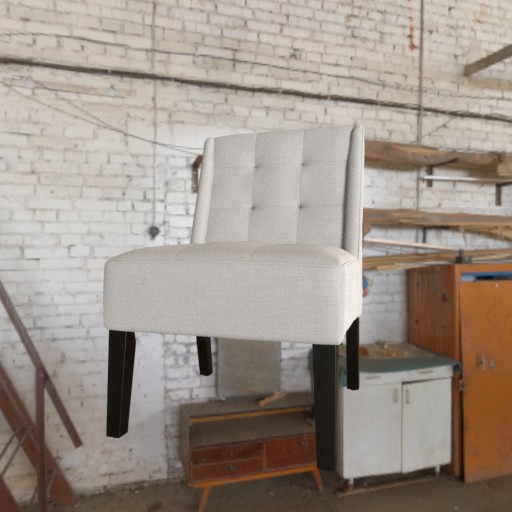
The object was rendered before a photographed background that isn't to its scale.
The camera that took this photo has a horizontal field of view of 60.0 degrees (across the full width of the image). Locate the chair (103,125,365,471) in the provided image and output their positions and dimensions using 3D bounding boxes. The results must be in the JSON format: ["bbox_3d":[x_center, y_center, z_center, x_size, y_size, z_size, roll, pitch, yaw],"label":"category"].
[{"bbox_3d":[0.000,0.000,1.266,0.569,0.853,0.676,0,1,18],"label":"chair"}]
